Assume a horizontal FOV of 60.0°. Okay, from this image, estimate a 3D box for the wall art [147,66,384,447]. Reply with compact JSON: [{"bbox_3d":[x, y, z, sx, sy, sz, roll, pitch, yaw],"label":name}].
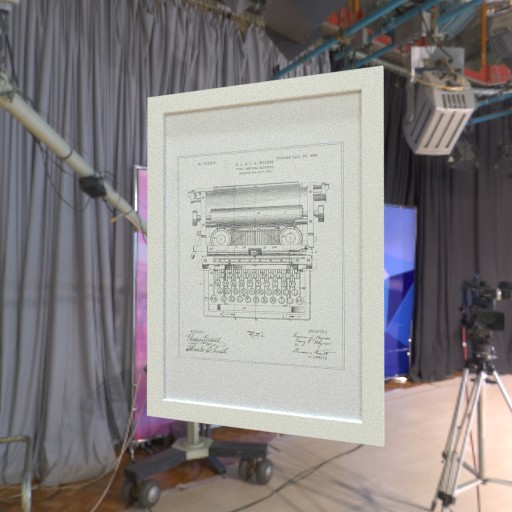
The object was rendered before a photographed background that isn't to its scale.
[{"bbox_3d":[0.000,0.000,0.687,0.381,0.533,0.013,0,0,19],"label":"wall art"}]
